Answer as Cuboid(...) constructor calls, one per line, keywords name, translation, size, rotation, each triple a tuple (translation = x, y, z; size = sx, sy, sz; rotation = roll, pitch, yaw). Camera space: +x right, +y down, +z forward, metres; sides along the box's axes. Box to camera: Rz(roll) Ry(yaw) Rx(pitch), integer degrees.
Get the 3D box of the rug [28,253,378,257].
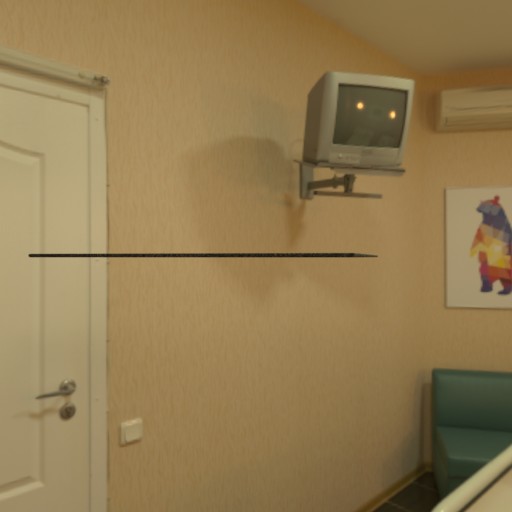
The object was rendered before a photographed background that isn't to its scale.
Cuboid(name="rug", translation=(0.000, 0.000, 2.935), size=(1.478, 0.017, 2.330), rotation=(0, 0, 17))
